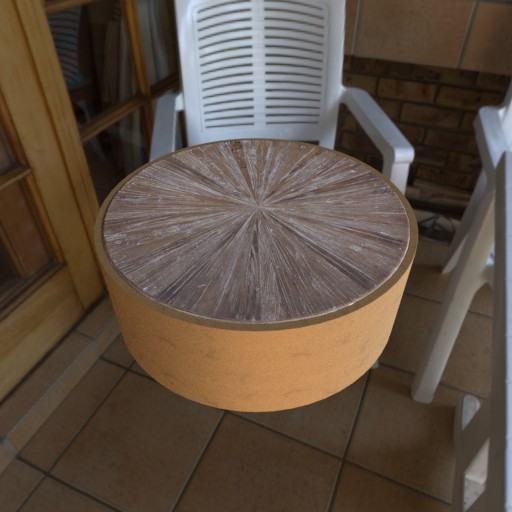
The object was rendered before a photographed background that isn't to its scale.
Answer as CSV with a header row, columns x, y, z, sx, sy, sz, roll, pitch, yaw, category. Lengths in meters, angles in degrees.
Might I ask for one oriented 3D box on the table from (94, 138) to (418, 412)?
x,y,z,sx,sy,sz,roll,pitch,yaw,category
0.000,0.000,1.548,1.001,0.409,1.001,0,41,0,table
